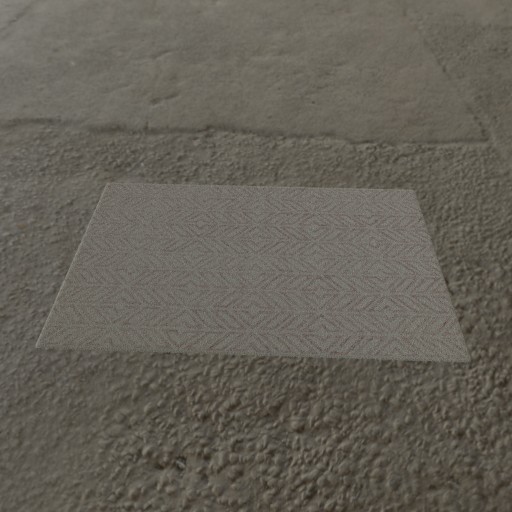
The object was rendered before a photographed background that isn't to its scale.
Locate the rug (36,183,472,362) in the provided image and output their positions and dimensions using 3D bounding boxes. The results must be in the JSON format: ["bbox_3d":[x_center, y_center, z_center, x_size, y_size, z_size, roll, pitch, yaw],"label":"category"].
[{"bbox_3d":[0.000,0.000,2.989,2.438,0.008,1.523,2,46,2],"label":"rug"}]
